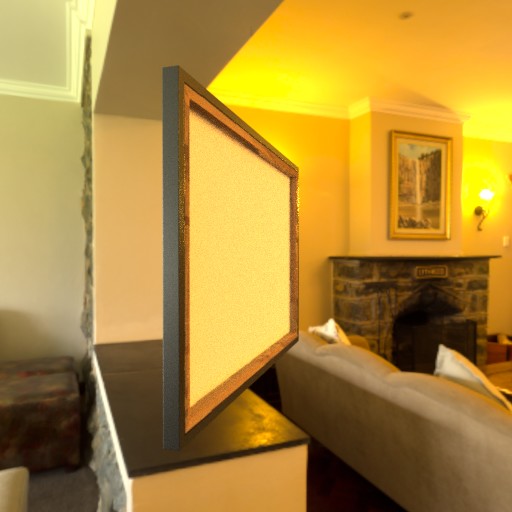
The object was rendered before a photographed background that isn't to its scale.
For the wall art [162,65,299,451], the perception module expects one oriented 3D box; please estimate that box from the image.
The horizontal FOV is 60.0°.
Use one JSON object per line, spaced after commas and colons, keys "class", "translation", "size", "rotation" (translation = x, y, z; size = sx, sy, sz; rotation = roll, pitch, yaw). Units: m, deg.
{"class": "wall art", "translation": [0.000, 0.000, 0.829], "size": [0.022, 0.446, 0.659], "rotation": [0, 1, 18]}
